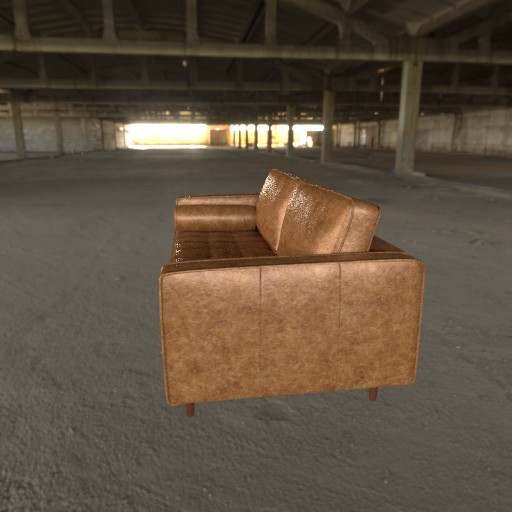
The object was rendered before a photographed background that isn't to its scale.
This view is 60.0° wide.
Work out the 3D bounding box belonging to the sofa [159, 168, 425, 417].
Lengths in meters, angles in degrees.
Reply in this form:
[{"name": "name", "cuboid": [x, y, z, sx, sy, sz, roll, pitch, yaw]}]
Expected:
[{"name": "sofa", "cuboid": [0.000, 0.000, 2.401, 0.924, 0.825, 1.920, -2, 15, -8]}]
